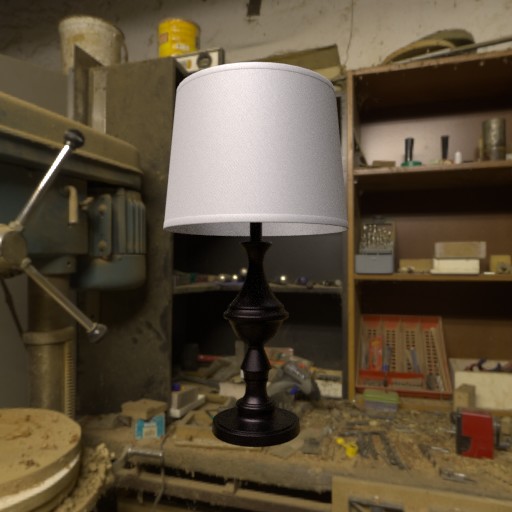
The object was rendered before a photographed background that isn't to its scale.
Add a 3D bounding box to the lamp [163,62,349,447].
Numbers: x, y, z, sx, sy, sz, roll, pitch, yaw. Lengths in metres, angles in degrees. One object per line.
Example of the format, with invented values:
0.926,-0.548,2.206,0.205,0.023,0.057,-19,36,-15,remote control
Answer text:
0.000,0.000,0.935,0.383,0.726,0.383,0,-1,0,lamp
